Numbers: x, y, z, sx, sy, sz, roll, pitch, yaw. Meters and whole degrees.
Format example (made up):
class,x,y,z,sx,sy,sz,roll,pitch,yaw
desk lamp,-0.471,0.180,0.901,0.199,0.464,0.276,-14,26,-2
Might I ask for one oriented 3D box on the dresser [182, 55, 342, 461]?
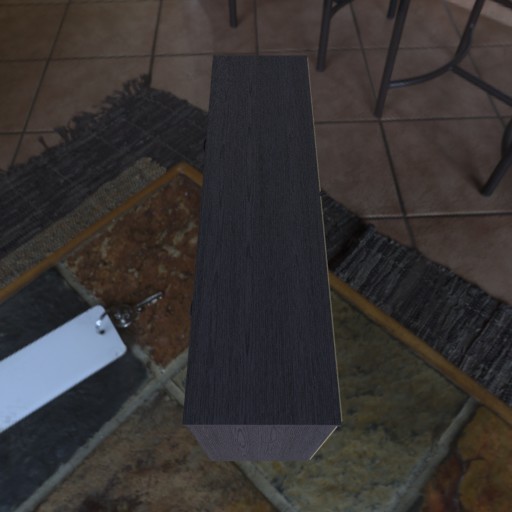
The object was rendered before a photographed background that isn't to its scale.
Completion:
class,x,y,z,sx,sy,sz,roll,pitch,yaw
dresser,0.000,0.000,1.687,0.401,0.755,1.360,0,59,0
